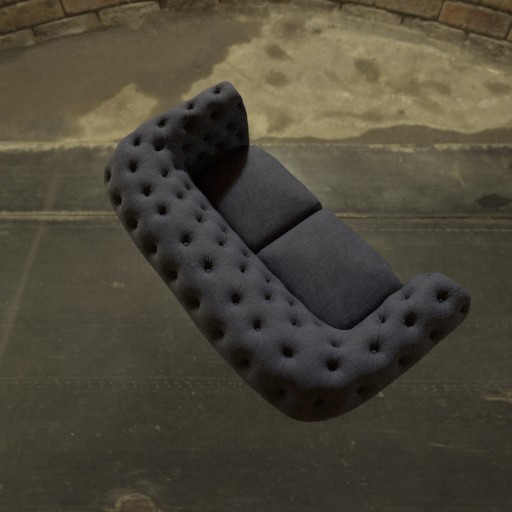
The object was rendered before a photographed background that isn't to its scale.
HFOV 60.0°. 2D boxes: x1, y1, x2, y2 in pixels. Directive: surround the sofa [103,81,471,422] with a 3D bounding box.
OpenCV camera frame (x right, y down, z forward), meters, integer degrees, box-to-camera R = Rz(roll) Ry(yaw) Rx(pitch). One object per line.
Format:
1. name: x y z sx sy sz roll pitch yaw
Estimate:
1. sofa: 0.000 0.000 2.542 1.082 0.833 1.988 -34 65 -18
